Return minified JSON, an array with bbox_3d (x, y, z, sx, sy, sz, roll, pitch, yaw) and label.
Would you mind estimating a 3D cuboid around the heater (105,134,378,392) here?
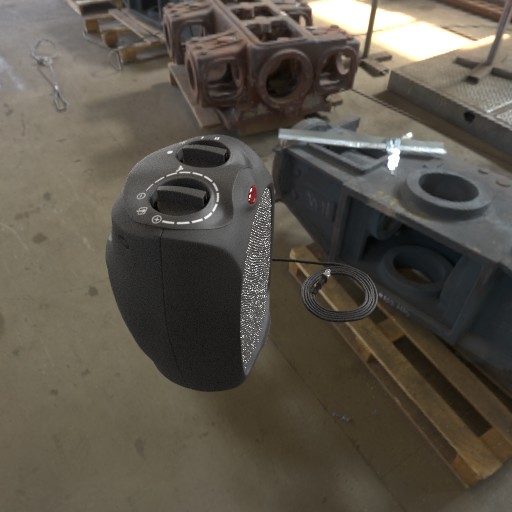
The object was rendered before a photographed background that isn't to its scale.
[{"bbox_3d":[0.000,0.000,0.464,0.291,0.240,0.239,9,47,9],"label":"heater"}]
